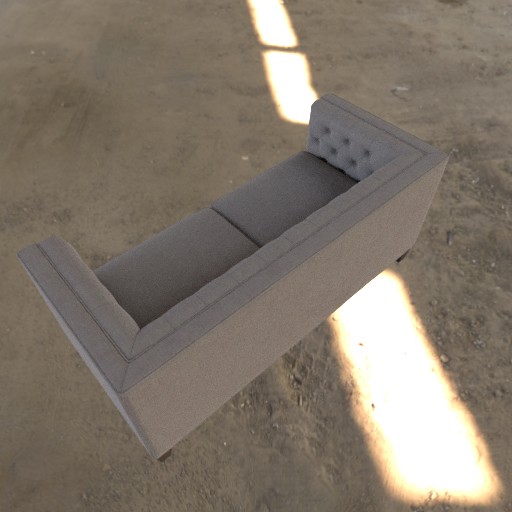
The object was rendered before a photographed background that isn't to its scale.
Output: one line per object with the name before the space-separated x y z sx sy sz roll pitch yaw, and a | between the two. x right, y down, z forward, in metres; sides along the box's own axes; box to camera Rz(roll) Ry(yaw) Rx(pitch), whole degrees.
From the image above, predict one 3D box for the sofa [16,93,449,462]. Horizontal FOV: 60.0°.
sofa | 0.000 0.000 2.167 1.778 0.762 0.775 -34 57 -26
